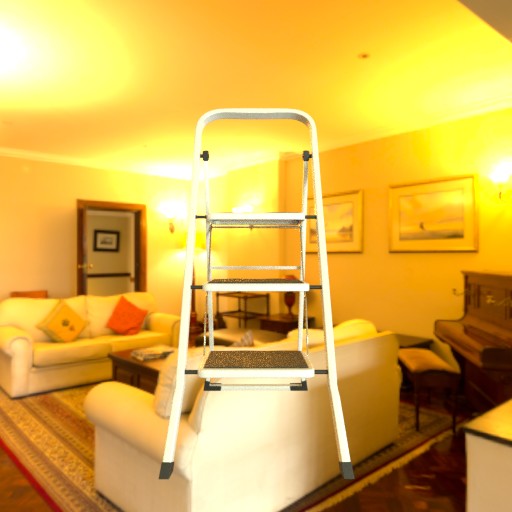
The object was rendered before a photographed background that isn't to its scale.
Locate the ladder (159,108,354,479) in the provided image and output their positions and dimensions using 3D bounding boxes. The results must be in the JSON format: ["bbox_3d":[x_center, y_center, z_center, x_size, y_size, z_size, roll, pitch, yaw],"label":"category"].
[{"bbox_3d":[0.000,0.000,1.396,0.460,1.050,0.711,0,0,0],"label":"ladder"}]
